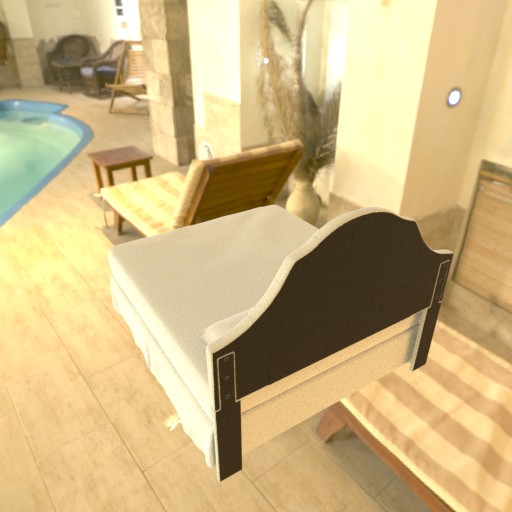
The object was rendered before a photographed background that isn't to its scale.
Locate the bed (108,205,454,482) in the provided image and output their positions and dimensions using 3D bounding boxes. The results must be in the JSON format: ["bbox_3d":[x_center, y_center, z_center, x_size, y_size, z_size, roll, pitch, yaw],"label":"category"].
[{"bbox_3d":[0.000,0.000,3.648,2.008,1.615,2.214,-18,34,-28],"label":"bed"}]
